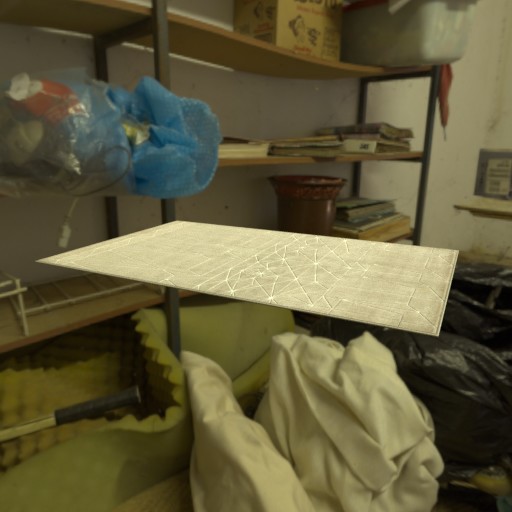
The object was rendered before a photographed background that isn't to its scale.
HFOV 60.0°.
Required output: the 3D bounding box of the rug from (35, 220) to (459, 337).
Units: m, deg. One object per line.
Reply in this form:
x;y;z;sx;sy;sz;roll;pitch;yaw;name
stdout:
0.000;0.000;3.002;2.438;0.012;1.524;8;17;26;rug
